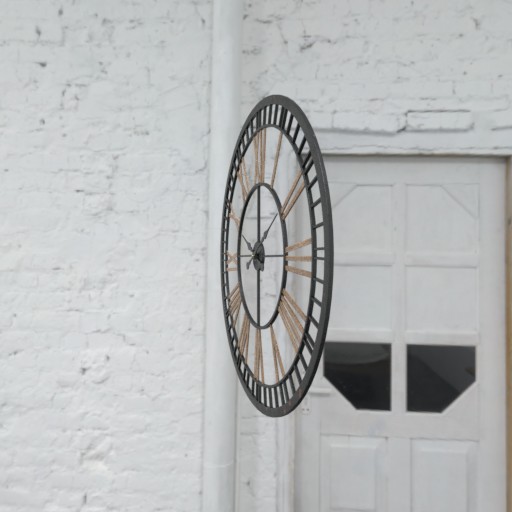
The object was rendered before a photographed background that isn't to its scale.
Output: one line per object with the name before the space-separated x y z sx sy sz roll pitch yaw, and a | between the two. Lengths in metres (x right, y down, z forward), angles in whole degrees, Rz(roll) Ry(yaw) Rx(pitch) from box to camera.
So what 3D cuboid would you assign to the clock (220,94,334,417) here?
clock | 0.000 0.000 1.222 0.025 0.843 0.843 0 -1 -19
